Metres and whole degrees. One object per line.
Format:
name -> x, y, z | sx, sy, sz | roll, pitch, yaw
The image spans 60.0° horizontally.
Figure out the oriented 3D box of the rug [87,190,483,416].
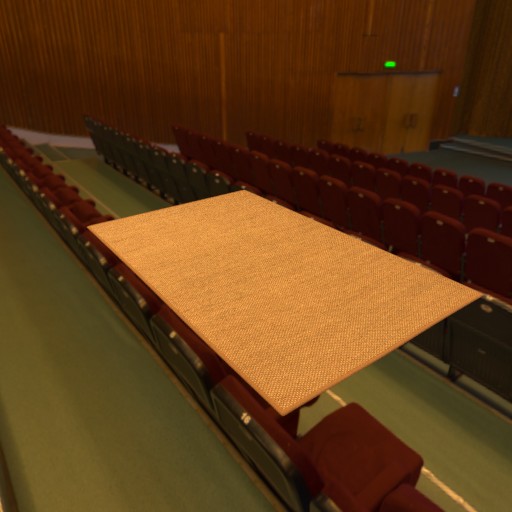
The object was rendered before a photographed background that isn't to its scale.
rug -> 0.000, 0.000, 2.100 | 1.061, 0.012, 1.668 | -19, 32, -32
